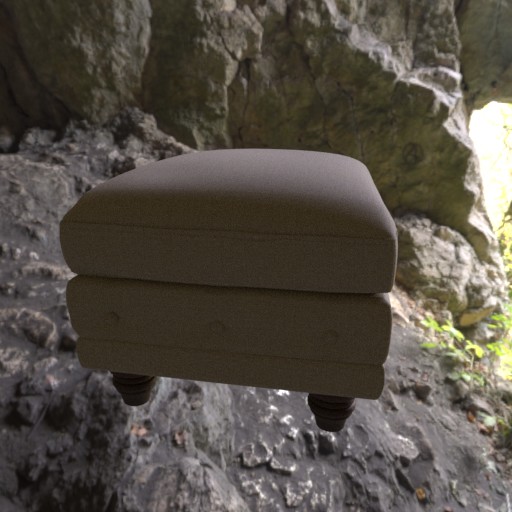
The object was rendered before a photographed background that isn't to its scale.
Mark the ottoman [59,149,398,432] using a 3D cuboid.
[{"bbox_3d":[0.000,0.000,1.008,0.541,0.463,0.684,3,18,11],"label":"ottoman"}]
